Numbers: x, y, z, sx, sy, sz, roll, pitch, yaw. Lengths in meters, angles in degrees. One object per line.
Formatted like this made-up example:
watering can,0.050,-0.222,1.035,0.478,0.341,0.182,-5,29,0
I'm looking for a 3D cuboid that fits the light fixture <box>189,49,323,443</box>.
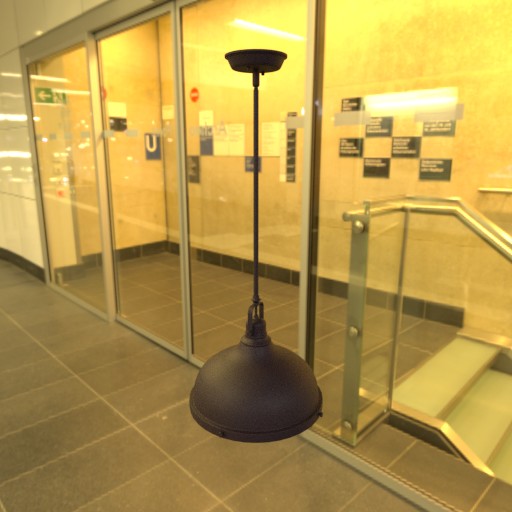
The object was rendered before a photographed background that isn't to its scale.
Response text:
light fixture,0.000,0.000,1.012,0.341,0.849,0.341,7,15,26
